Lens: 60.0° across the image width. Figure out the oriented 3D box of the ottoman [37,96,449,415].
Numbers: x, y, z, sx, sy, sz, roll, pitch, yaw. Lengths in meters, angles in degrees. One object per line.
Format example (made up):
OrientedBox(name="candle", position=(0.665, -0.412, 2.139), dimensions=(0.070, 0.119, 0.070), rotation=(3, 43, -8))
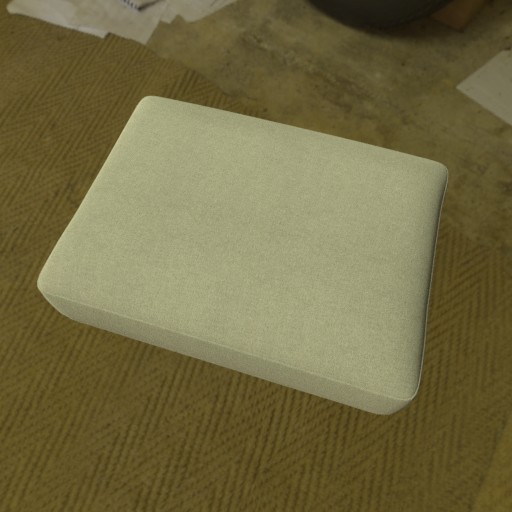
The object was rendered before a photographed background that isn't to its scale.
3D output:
OrientedBox(name="ottoman", position=(0.000, 0.000, 1.048), dimensions=(0.749, 0.428, 0.549), rotation=(15, 65, 7))
